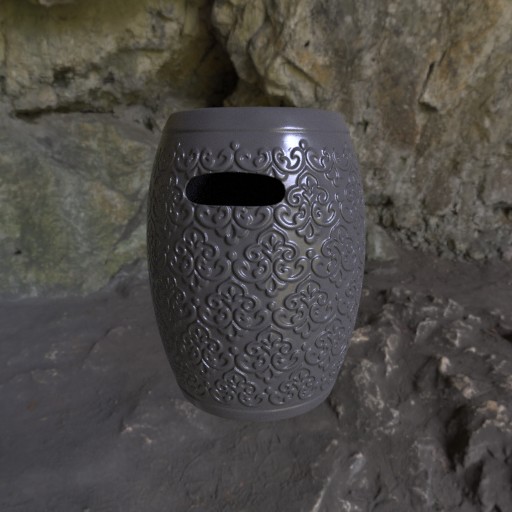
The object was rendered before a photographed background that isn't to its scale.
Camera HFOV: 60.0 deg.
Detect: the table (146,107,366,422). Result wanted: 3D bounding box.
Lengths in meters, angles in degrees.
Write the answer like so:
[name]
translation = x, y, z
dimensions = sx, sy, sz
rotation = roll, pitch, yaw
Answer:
[table]
translation = 0.000, 0.000, 0.648
dimensions = 0.309, 0.397, 0.309
rotation = 0, 13, 0
